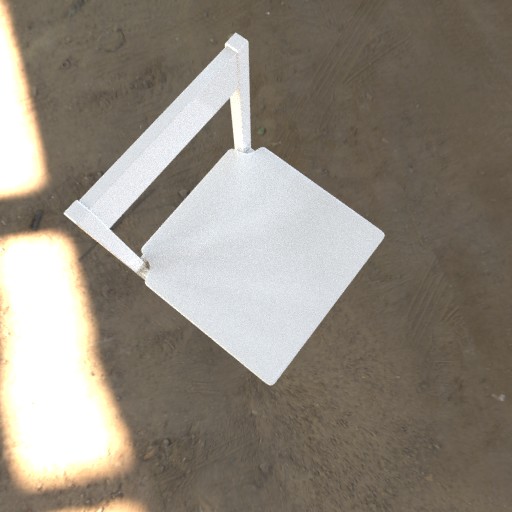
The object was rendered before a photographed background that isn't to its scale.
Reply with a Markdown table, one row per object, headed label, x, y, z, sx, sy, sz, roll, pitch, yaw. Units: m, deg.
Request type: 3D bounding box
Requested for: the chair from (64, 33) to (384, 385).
| label | x | y | z | sx | sy | sz | roll | pitch | yaw |
| --- | --- | --- | --- | --- | --- | --- | --- | --- | --- |
| chair | 0.000 | 0.000 | 0.903 | 0.361 | 0.668 | 0.367 | 37 | 79 | 9 |
